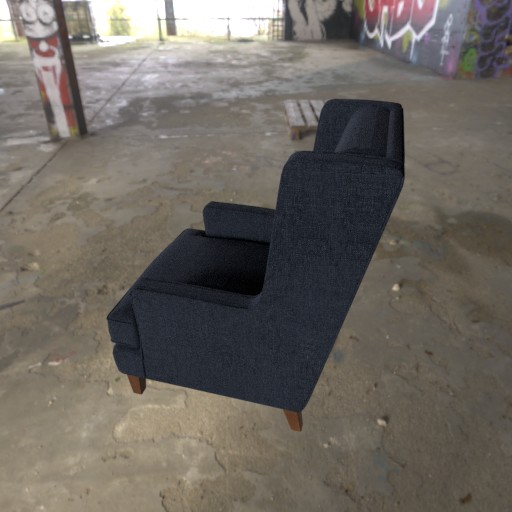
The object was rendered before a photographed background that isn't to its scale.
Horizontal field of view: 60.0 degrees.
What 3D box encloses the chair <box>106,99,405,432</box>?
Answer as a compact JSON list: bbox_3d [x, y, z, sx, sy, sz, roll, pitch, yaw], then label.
[{"bbox_3d":[0.000,0.000,1.735,0.947,1.072,0.764,8,32,13],"label":"chair"}]
